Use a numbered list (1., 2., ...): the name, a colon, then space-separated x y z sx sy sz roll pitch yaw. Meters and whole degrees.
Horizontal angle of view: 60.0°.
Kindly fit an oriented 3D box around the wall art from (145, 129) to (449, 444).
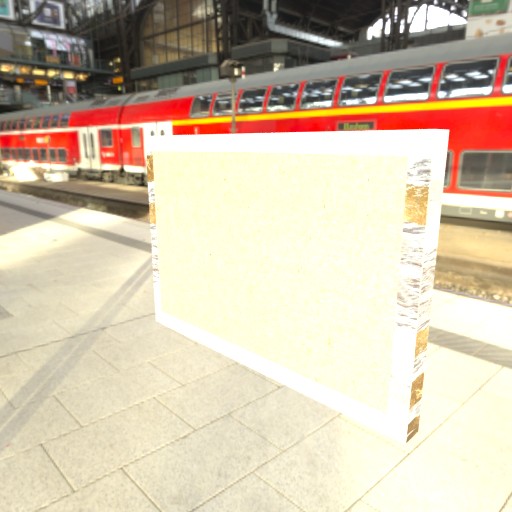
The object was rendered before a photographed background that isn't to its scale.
1. wall art: 0.000 0.000 0.766 0.606 0.407 0.041 14 20 43
